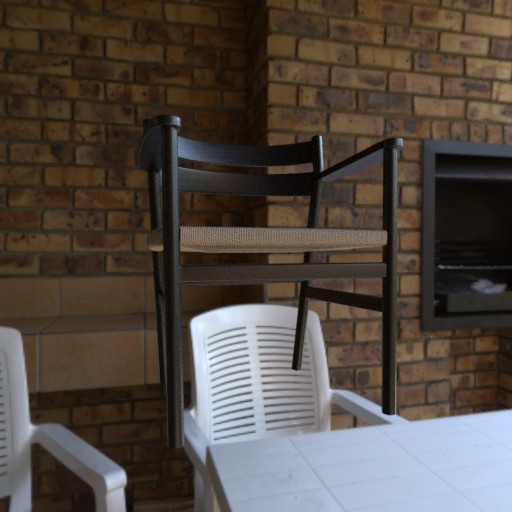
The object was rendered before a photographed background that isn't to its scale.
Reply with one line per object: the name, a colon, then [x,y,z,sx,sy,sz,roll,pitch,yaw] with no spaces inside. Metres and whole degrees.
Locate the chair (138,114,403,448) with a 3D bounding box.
chair: [0.000,0.000,1.213,0.630,0.775,0.508,0,1,-20]
